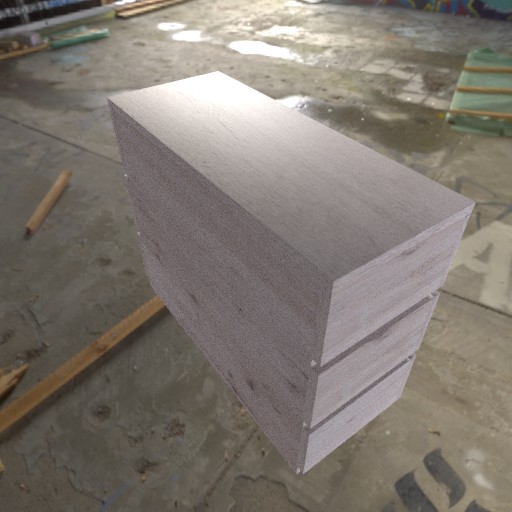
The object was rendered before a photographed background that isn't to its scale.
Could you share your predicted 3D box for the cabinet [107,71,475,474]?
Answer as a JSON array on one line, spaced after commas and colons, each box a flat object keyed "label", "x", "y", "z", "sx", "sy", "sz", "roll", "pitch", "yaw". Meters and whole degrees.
[{"label": "cabinet", "x": 0.000, "y": 0.000, "z": 1.451, "sx": 0.420, "sy": 0.820, "sz": 1.040, "roll": -25, "pitch": 47, "yaw": -26}]
